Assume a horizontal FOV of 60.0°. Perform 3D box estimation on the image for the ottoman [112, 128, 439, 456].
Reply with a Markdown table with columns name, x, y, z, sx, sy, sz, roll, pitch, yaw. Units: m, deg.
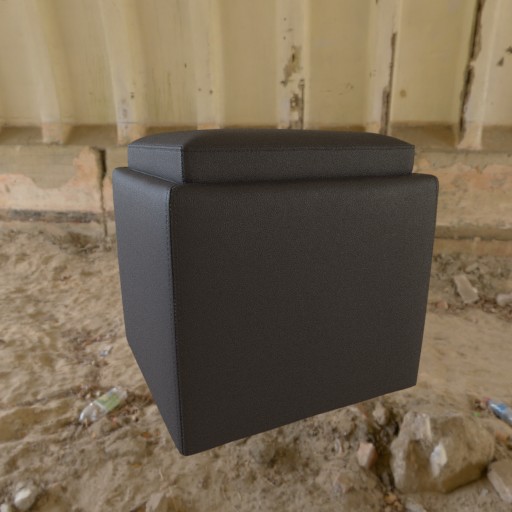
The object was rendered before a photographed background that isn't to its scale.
| name | x | y | z | sx | sy | sz | roll | pitch | yaw |
| --- | --- | --- | --- | --- | --- | --- | --- | --- | --- |
| ottoman | 0.000 | 0.000 | 0.833 | 0.451 | 0.460 | 0.450 | -7 | 16 | -25 |
